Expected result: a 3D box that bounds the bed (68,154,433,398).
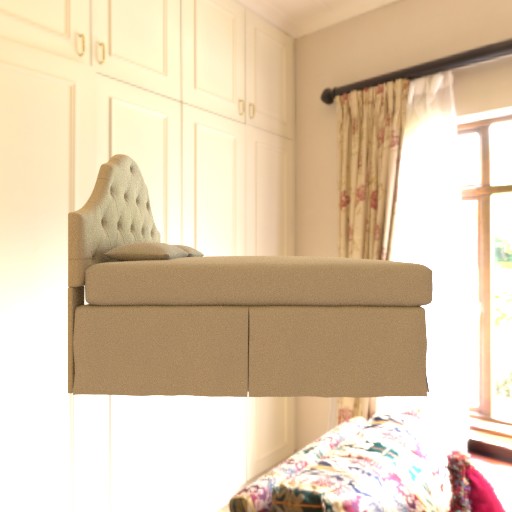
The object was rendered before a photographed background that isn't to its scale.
[{"bbox_3d":[0.000,0.000,3.437,2.086,1.555,2.012,0,0,1],"label":"bed"}]
